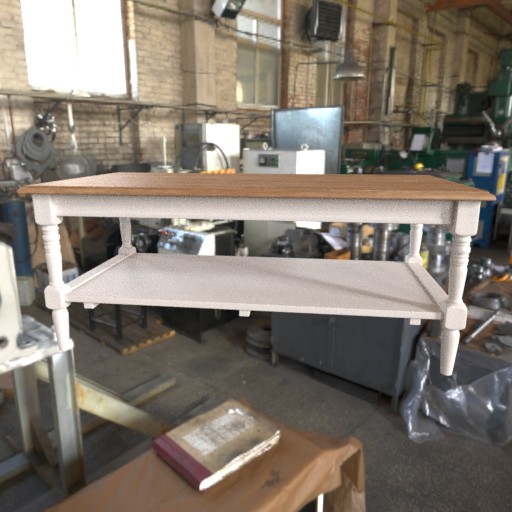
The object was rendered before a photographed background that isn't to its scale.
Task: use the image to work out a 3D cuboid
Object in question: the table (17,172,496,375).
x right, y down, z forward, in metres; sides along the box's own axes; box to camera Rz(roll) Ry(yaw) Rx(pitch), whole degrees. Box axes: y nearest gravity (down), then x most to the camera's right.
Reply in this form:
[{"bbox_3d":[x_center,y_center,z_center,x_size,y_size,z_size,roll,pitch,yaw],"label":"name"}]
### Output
[{"bbox_3d":[0.000,0.000,1.346,1.118,0.458,0.559,2,14,7],"label":"table"}]
